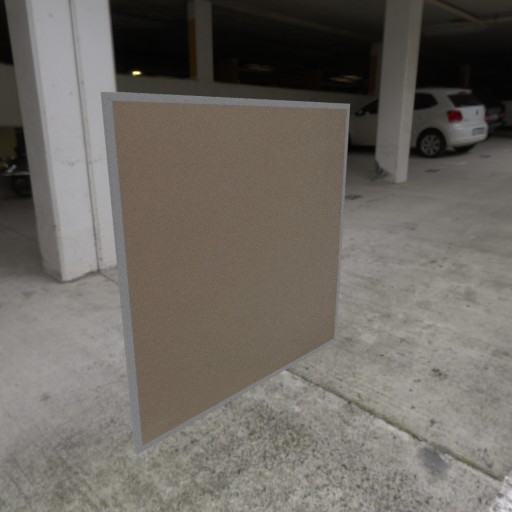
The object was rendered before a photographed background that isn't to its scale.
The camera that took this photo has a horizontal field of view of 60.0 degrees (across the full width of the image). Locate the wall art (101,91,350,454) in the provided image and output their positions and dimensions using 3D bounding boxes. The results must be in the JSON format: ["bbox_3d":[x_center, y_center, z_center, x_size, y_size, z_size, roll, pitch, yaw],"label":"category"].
[{"bbox_3d":[0.000,0.000,0.684,0.007,0.456,0.456,16,23,43],"label":"wall art"}]
